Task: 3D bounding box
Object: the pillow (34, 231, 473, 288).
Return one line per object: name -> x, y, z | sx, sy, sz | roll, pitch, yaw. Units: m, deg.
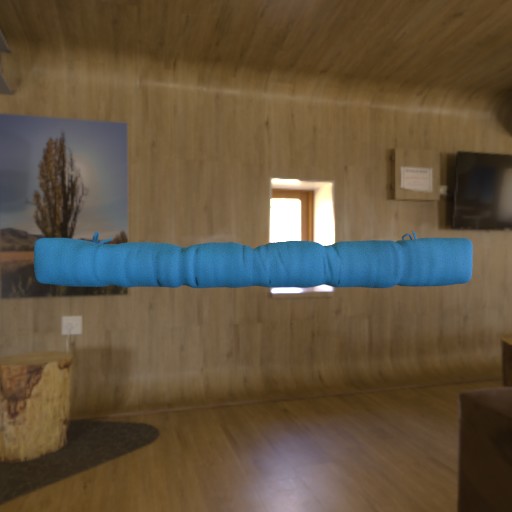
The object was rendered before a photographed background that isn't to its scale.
pillow -> 0.000, 0.000, 1.364 | 1.194, 0.174, 0.511 | 0, 0, 0
